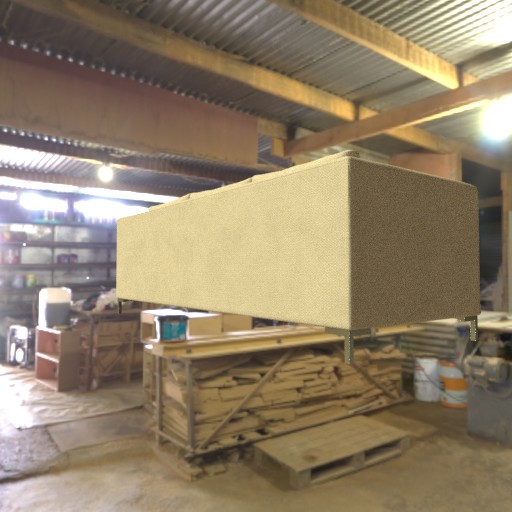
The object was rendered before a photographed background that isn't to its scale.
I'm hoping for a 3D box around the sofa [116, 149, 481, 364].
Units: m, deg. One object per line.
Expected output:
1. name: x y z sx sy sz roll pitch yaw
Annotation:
1. sofa: 0.000 0.000 2.845 0.969 0.867 2.415 1 -2 -37
